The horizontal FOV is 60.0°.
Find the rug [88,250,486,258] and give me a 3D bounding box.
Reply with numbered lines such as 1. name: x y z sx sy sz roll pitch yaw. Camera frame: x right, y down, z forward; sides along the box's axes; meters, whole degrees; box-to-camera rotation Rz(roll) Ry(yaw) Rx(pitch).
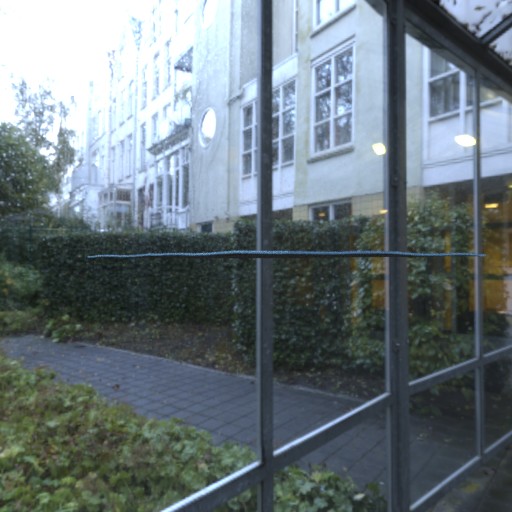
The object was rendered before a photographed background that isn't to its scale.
1. rug: 0.000 0.000 2.343 1.195 0.014 1.847 1 -1 -38
